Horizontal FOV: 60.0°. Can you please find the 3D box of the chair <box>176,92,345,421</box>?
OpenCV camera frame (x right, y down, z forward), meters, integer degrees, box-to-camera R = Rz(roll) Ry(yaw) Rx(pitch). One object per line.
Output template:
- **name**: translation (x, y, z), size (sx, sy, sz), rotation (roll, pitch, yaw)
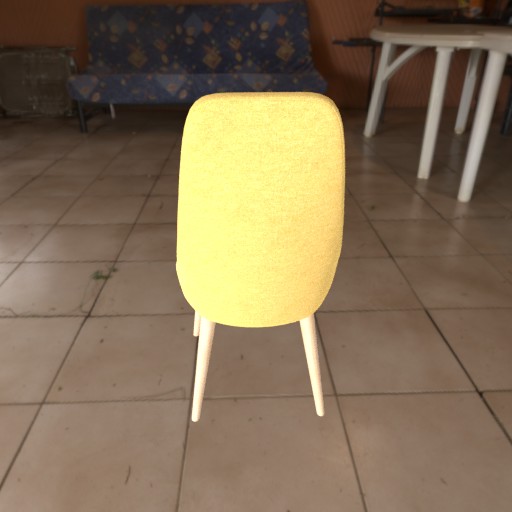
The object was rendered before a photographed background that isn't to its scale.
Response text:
- **chair**: translation (0.000, 0.000, 1.366), size (0.510, 1.040, 0.660), rotation (-1, 28, -3)
